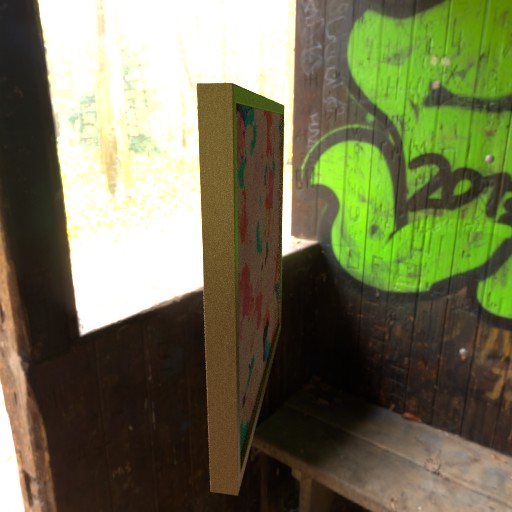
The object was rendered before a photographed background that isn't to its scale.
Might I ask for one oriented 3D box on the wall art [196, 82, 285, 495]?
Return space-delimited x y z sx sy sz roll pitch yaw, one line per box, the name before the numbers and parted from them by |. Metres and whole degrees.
wall art | 0.000 0.000 0.757 0.037 0.509 0.510 3 17 9
